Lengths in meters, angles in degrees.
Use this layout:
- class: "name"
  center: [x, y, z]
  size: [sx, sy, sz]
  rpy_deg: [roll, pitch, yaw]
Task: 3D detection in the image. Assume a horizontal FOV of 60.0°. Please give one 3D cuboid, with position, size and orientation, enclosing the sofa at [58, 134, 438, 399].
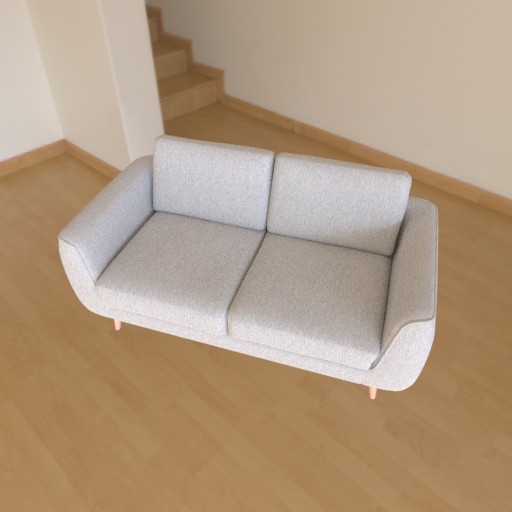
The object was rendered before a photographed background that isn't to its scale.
- class: "sofa"
  center: [0.000, 0.000, 2.259]
  size: [1.700, 0.850, 0.920]
  rpy_deg: [12, 42, 13]
